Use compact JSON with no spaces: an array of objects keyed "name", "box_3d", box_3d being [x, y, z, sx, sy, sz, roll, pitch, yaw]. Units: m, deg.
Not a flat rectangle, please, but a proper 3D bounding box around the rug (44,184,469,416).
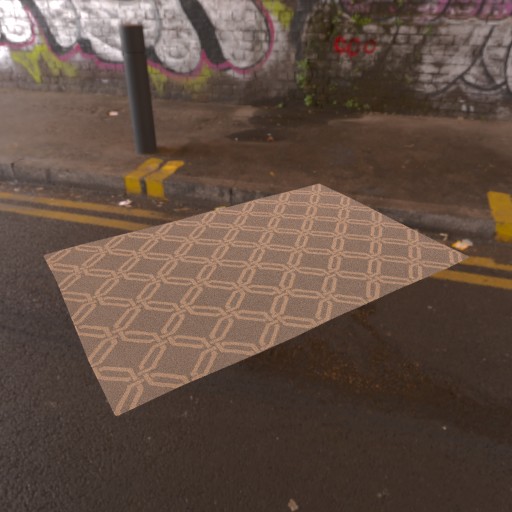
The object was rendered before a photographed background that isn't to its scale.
[{"name":"rug","box_3d":[0.000,0.000,2.163,1.754,0.010,1.148,-18,35,-28]}]
